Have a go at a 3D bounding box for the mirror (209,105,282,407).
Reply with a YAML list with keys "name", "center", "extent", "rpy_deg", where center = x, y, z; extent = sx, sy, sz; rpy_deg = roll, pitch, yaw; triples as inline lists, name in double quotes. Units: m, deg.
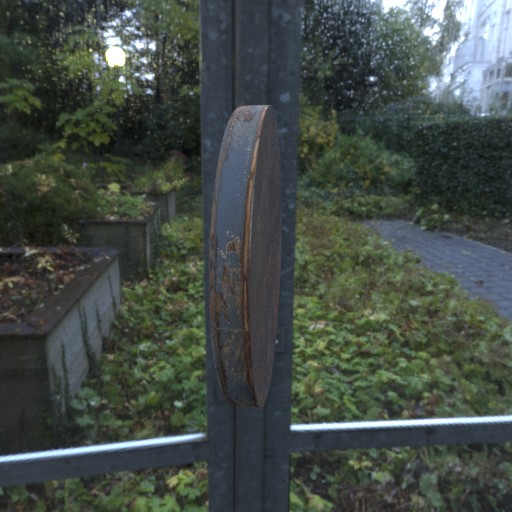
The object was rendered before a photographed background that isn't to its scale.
- name: "mirror"
  center: [0.000, 0.000, 0.909]
  extent: [0.061, 0.585, 0.585]
  rpy_deg: [2, 14, 7]
